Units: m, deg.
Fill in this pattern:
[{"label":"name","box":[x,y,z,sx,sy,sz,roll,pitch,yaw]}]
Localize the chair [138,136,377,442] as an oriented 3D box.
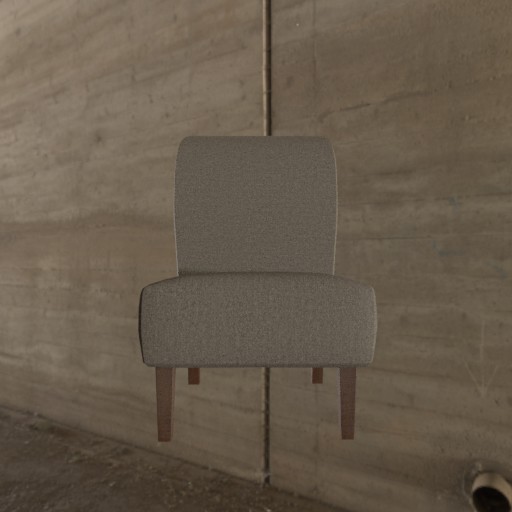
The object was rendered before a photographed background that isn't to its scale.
[{"label":"chair","box":[0.000,0.000,1.204,0.513,0.804,0.592,0,-1,-2]}]
